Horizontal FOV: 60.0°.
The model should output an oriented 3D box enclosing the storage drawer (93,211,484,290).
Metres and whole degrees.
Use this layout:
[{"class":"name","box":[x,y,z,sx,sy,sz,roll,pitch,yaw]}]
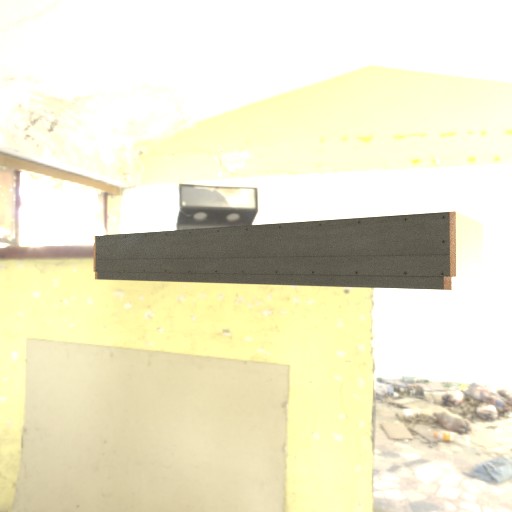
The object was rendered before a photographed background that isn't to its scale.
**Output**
[{"class":"storage drawer","box":[0.000,0.000,2.285,2.032,0.264,0.538,-1,-2,36]}]
